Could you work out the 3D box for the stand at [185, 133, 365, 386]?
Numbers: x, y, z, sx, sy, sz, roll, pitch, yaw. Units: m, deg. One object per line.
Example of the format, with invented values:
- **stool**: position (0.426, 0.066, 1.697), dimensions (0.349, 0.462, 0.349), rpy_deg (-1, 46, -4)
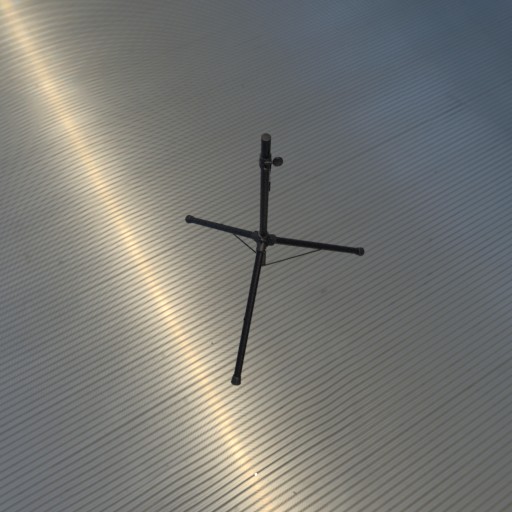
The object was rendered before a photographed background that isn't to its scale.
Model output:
- **stand**: position (0.000, 0.000, 1.881), dimensions (1.045, 1.136, 0.907), rpy_deg (13, 64, 6)
